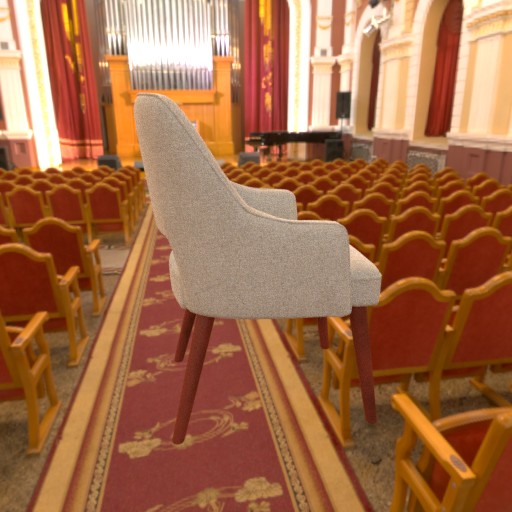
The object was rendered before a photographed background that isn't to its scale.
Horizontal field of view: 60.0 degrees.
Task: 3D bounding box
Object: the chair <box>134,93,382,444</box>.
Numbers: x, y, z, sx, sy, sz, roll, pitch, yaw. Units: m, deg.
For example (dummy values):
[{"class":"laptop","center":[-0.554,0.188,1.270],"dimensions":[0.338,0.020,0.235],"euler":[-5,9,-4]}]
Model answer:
[{"class":"chair","center":[0.000,0.000,1.245],"dimensions":[0.605,0.849,0.548],"euler":[-3,17,-9]}]
